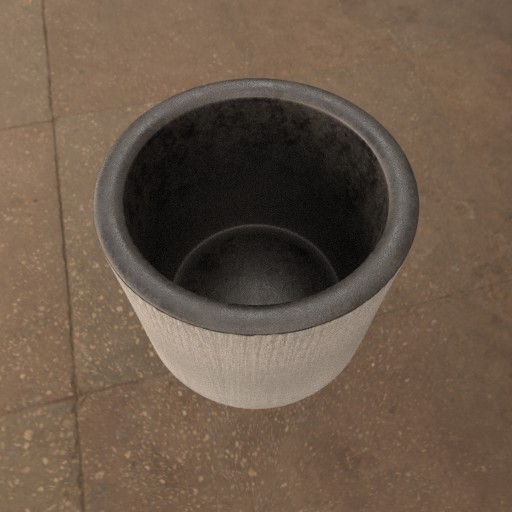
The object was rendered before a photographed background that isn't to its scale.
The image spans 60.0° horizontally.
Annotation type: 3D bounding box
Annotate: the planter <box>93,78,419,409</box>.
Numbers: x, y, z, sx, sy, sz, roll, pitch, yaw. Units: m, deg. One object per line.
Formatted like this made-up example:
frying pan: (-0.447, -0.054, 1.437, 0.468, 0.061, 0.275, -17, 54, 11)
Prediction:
planter: (0.000, 0.000, 0.216, 0.125, 0.112, 0.125, 0, 59, 0)
